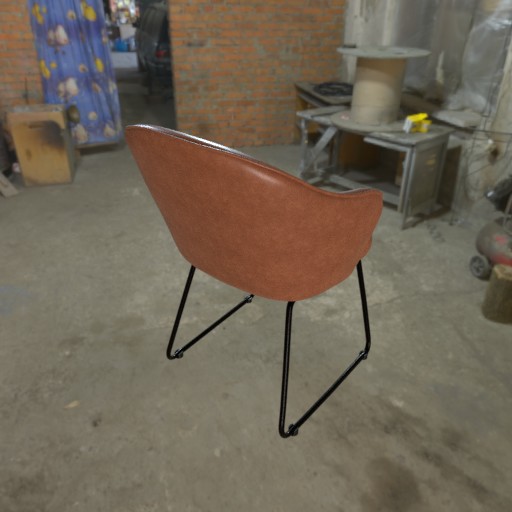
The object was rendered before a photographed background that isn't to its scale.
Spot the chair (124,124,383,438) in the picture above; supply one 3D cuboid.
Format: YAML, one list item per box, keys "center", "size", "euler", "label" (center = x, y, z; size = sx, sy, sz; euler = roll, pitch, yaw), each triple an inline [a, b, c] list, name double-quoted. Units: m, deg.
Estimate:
- center: [0.000, 0.000, 1.202]
  size: [0.582, 0.785, 0.580]
  euler: [22, 36, 33]
  label: "chair"
